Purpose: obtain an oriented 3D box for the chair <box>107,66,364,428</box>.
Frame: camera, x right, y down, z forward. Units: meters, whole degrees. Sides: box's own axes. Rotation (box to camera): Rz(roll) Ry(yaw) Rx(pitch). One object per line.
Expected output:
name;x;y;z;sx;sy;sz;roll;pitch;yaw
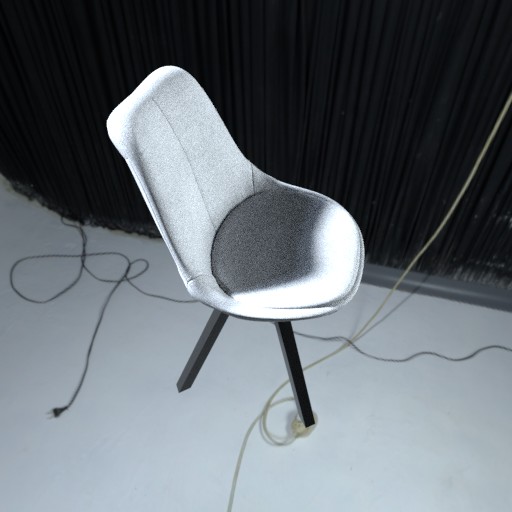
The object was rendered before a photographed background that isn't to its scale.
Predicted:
chair;0.000;0.000;1.169;0.550;0.850;0.485;11;47;11
